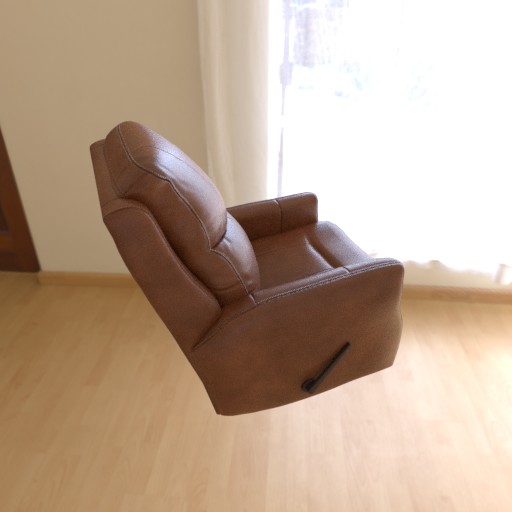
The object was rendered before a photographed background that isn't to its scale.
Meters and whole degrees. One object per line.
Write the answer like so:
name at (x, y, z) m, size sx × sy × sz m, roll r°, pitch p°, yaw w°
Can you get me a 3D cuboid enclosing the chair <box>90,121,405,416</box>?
chair at (0.000, 0.000, 1.742) m, size 1.072 × 1.016 × 0.821 m, roll -11°, pitch 33°, yaw -18°
